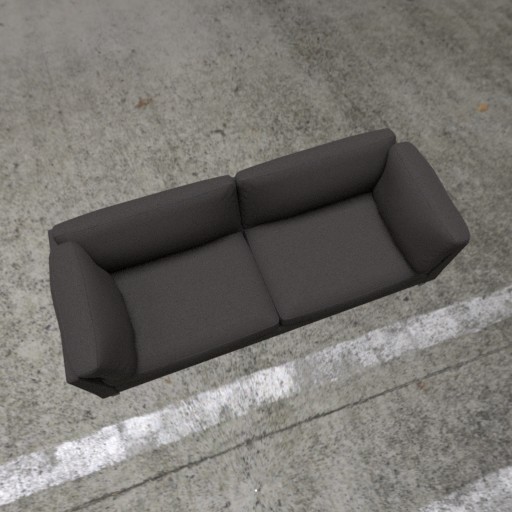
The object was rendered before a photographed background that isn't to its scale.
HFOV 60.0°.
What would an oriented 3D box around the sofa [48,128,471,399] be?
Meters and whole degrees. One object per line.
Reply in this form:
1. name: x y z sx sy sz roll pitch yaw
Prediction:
1. sofa: 0.000 0.000 2.730 2.312 0.792 0.969 -18 64 -9
